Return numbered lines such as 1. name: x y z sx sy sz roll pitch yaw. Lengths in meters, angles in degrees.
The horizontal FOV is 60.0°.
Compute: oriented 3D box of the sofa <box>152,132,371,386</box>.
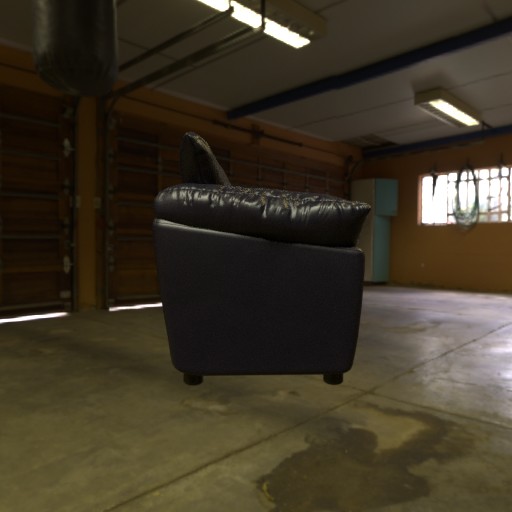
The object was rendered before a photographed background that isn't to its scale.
1. sofa: 0.000 0.000 2.885 0.880 1.073 2.336 0 1 -1
